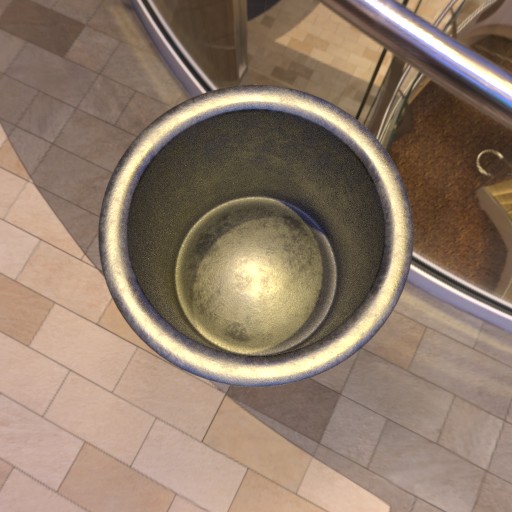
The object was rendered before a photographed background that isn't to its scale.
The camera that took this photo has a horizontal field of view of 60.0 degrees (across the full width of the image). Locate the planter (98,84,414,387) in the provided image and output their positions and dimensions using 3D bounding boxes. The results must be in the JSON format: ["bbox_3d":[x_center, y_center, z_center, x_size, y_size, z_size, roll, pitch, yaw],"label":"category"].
[{"bbox_3d":[0.000,0.000,0.226,0.125,0.112,0.125,0,76,0],"label":"planter"}]
